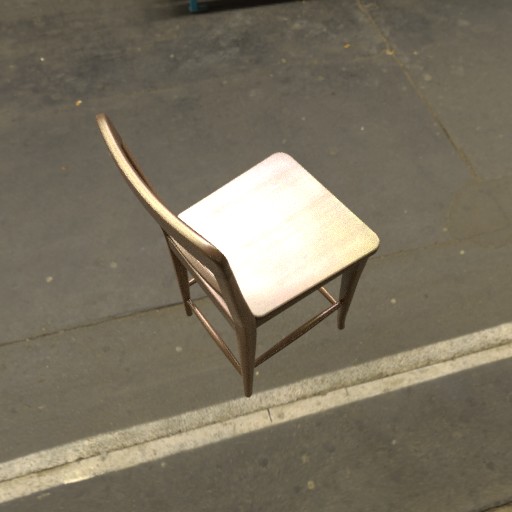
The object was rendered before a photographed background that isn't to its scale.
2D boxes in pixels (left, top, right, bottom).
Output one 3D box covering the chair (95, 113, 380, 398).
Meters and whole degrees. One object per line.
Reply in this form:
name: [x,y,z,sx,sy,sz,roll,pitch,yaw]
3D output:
chair: [0.000,0.000,1.286,0.546,0.991,0.450,-32,63,-19]
